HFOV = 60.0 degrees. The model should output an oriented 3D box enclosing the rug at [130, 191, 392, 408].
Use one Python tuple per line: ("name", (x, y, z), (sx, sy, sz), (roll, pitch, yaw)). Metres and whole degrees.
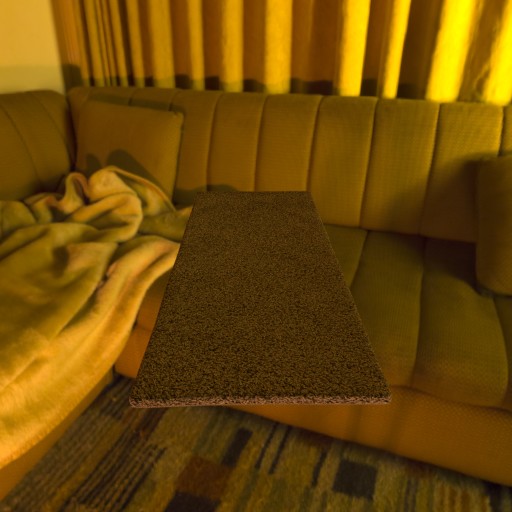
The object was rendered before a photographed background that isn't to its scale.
("rug", (0.000, 0.000, 1.700), (0.609, 0.030, 1.524), (0, 26, -1))
